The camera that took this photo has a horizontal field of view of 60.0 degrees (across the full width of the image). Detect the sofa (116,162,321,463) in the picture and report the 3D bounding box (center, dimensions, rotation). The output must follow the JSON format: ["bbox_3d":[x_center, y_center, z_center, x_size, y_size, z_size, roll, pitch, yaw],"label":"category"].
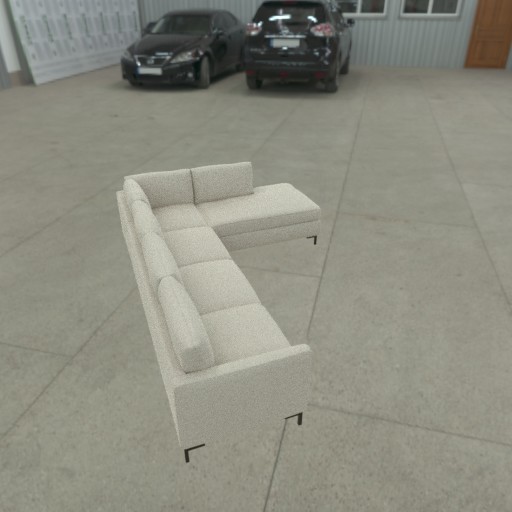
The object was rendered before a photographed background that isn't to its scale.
[{"bbox_3d":[0.000,0.000,3.822,2.007,0.815,2.949,-11,31,-18],"label":"sofa"}]
